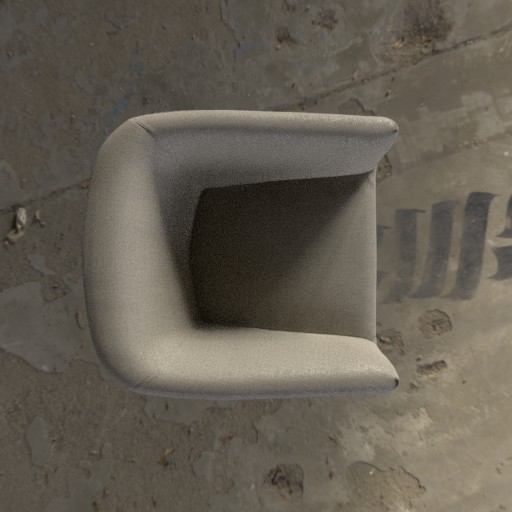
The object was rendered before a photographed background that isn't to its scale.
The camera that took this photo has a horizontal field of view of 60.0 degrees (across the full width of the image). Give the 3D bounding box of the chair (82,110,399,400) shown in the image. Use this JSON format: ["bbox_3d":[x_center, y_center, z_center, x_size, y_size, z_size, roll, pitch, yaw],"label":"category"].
[{"bbox_3d":[0.000,0.000,1.228,0.668,0.771,0.600,0,89,0],"label":"chair"}]
